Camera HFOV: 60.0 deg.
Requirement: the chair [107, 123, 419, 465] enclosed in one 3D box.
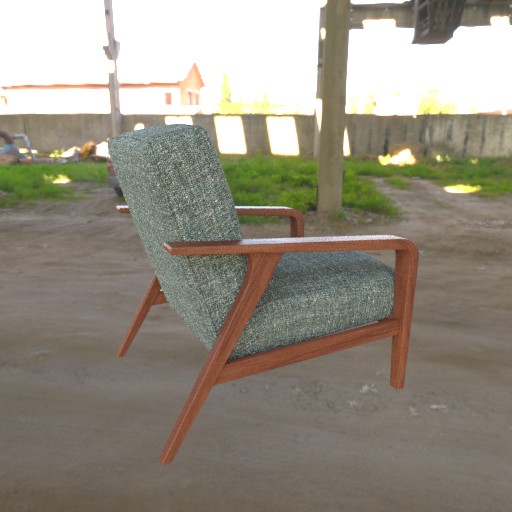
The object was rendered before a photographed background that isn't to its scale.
[{"bbox_3d":[0.000,0.000,1.527,0.889,0.864,0.719,-7,17,-26],"label":"chair"}]
